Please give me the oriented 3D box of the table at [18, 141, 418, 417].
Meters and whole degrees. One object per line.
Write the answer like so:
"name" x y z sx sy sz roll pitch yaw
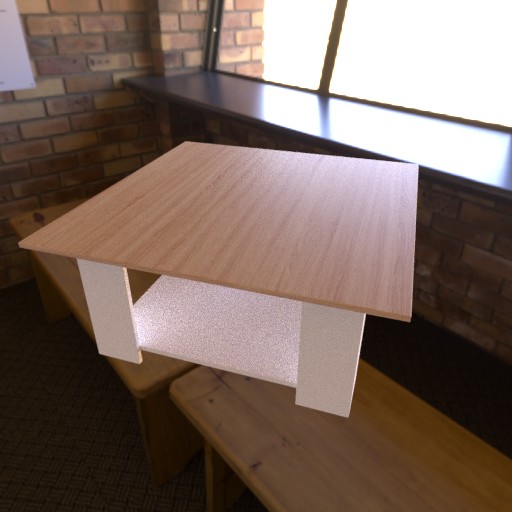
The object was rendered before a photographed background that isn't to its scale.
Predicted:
"table" 0.000 0.000 1.048 0.670 0.305 0.670 10 32 16
